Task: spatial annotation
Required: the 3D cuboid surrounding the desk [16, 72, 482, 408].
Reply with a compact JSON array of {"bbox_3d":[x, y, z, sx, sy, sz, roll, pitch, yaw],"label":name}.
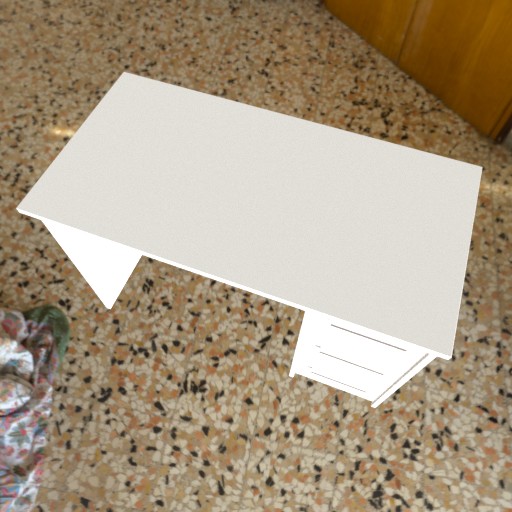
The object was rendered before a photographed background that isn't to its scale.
[{"bbox_3d":[0.000,0.000,1.483,1.097,0.735,0.560,18,62,10],"label":"desk"}]
